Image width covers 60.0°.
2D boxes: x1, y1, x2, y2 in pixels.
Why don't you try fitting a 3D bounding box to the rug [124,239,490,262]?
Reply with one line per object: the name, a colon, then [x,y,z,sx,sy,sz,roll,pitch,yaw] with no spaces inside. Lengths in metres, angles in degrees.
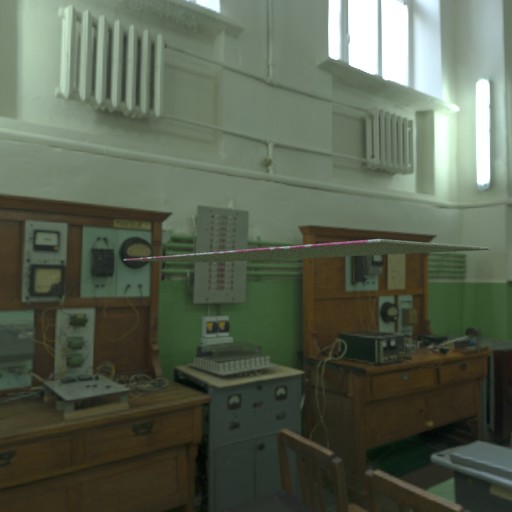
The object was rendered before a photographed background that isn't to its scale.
rug: [0.000,0.000,2.697,0.787,0.011,2.458,2,-3,-36]
